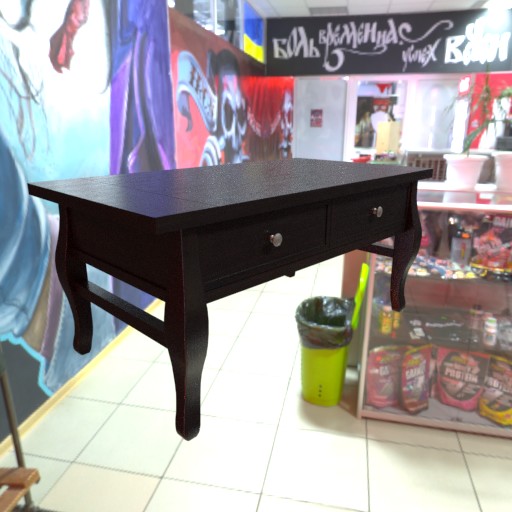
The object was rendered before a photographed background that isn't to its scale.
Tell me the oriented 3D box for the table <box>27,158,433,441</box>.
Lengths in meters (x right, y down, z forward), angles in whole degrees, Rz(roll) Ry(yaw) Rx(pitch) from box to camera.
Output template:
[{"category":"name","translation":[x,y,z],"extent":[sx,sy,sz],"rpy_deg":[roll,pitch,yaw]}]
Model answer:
[{"category":"table","translation":[0.000,0.000,1.360],"extent":[0.600,0.494,1.062],"rpy_deg":[16,24,42]}]
